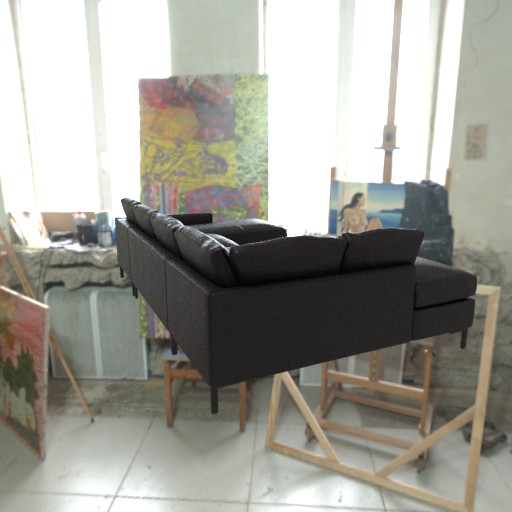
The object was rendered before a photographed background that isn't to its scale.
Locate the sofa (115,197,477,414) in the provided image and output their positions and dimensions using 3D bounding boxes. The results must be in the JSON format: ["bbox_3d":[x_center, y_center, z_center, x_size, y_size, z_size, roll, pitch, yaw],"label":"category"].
[{"bbox_3d":[0.000,0.000,3.877,1.939,0.900,2.956,-6,15,-25],"label":"sofa"}]
